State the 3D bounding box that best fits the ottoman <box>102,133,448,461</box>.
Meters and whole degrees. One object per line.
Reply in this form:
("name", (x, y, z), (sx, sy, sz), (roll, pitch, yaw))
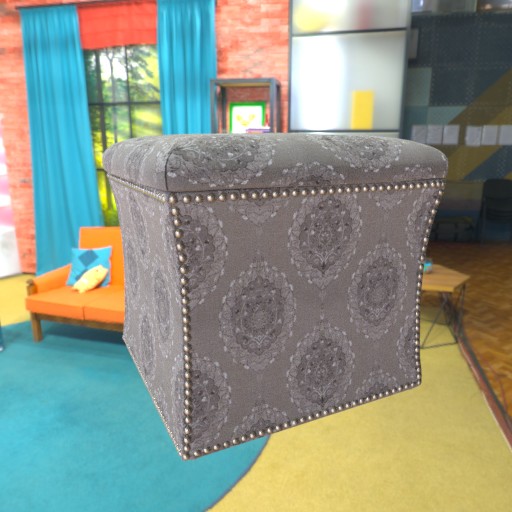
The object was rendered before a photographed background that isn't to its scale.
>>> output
("ottoman", (0.000, 0.000, 0.885), (0.507, 0.473, 0.497), (-7, 16, -26))
